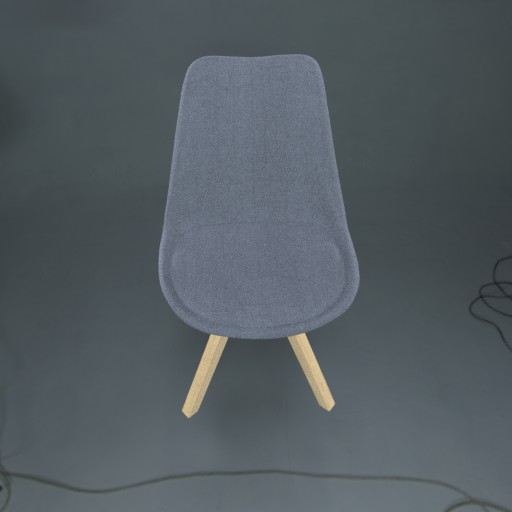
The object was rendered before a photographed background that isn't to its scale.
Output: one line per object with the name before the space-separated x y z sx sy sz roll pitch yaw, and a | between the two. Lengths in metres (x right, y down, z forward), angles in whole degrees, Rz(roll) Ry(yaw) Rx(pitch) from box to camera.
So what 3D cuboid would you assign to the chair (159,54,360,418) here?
chair | 0.000 0.000 1.176 0.485 0.850 0.550 -2 44 -2
